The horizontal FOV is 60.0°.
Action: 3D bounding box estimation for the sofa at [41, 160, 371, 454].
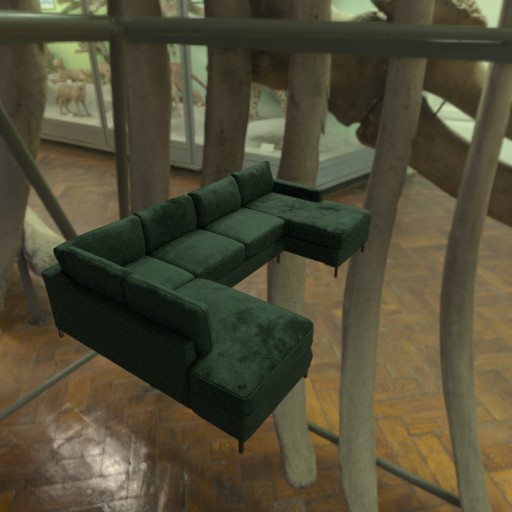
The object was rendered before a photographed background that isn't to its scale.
[{"bbox_3d":[0.000,0.000,4.004,1.992,0.861,2.994,19,33,31],"label":"sofa"}]
